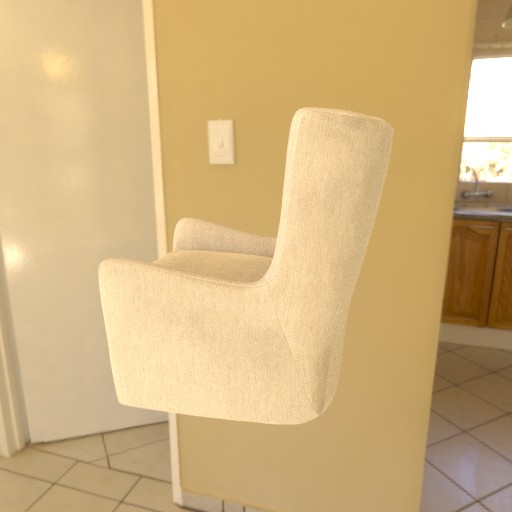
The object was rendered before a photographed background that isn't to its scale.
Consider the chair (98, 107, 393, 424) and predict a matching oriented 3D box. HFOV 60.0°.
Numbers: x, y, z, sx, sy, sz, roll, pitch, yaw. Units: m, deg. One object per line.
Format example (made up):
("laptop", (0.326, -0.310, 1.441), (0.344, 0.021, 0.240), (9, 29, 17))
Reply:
("chair", (0.000, 0.000, 1.651), (0.904, 1.000, 0.779), (2, 15, 9))
